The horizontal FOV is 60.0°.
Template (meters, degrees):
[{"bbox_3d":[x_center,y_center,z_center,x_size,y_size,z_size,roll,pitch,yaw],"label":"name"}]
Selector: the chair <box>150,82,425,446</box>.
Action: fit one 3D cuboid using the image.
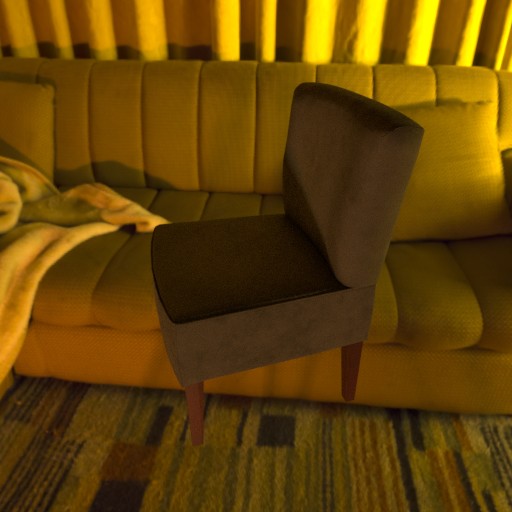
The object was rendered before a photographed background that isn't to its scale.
[{"bbox_3d":[0.000,0.000,1.188,0.554,0.806,0.521,-8,31,-13],"label":"chair"}]
